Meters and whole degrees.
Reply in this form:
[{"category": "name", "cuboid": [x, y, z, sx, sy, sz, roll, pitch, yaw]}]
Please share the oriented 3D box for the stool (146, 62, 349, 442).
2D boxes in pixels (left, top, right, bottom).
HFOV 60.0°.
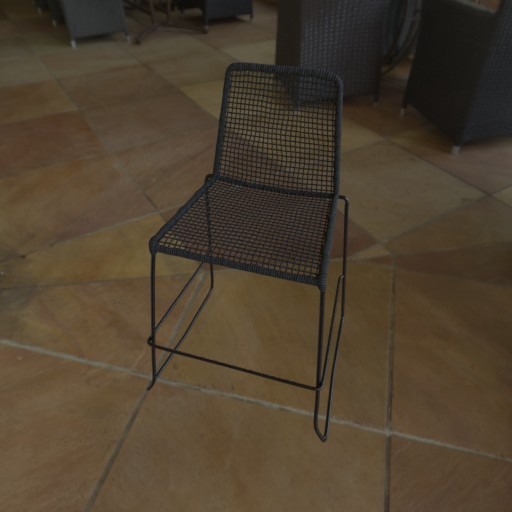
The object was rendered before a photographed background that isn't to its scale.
[{"category": "stool", "cuboid": [0.000, 0.000, 1.260, 0.590, 0.905, 0.509, 12, 42, 13]}]
